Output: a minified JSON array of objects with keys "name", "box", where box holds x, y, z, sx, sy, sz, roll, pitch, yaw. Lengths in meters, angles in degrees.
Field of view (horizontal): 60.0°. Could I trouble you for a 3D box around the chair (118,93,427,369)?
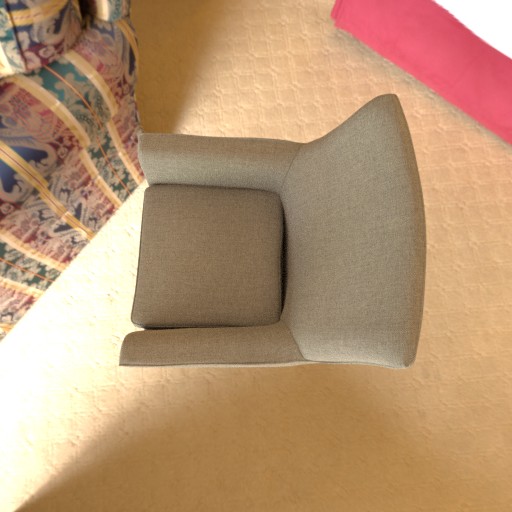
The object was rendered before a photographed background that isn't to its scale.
[{"name":"chair","box":[0.000,0.000,1.794,0.993,1.047,0.887,1,76,0]}]
